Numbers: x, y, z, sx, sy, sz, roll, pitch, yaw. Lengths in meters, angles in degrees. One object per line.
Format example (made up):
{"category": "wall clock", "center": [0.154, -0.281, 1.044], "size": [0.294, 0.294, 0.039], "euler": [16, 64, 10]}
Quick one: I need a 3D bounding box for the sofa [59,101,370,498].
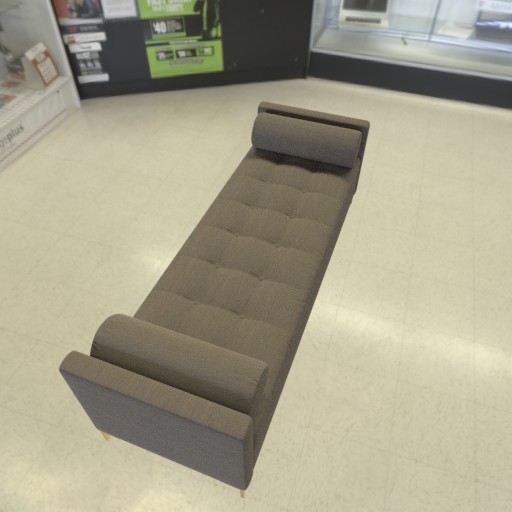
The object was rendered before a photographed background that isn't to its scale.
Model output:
{"category": "sofa", "center": [0.000, 0.000, 2.254], "size": [0.686, 0.635, 1.981], "euler": [16, 49, 14]}
